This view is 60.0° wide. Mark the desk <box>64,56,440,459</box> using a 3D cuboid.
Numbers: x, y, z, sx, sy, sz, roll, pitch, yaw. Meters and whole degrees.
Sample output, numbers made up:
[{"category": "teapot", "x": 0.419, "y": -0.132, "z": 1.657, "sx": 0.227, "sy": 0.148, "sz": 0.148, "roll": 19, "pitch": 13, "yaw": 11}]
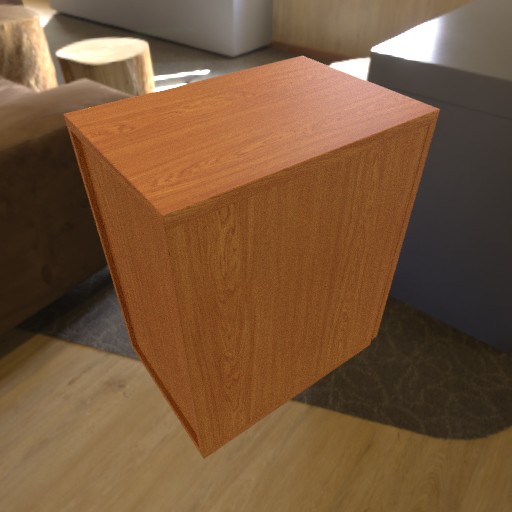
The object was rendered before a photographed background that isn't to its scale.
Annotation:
[{"category": "desk", "x": 0.000, "y": 0.000, "z": 1.081, "sx": 0.600, "sy": 0.730, "sz": 0.404, "roll": -26, "pitch": 47, "yaw": -26}]
